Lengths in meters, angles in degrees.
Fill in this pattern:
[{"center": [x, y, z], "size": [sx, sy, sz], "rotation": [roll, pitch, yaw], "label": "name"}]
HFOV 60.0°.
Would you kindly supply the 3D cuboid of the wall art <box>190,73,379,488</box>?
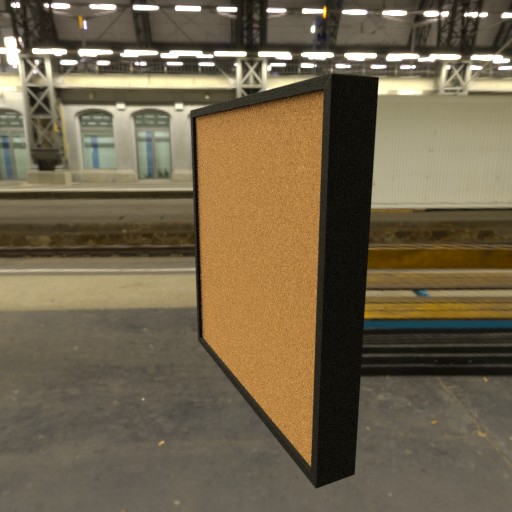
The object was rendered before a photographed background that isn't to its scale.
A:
[{"center": [0.000, 0.000, 0.454], "size": [0.037, 0.305, 0.305], "rotation": [-6, 15, -24], "label": "wall art"}]
